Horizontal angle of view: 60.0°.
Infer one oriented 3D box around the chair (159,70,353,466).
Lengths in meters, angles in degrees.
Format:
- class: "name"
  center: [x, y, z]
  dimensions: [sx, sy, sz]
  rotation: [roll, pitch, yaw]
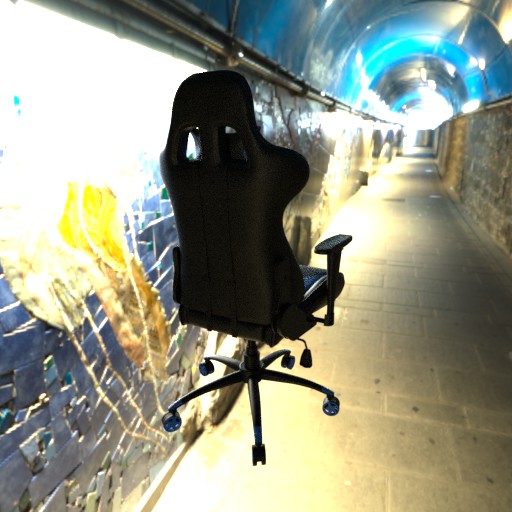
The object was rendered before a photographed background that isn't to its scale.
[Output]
- class: "chair"
  center: [0.000, 0.000, 1.730]
  dimensions: [0.695, 1.282, 0.730]
  rotation: [8, 17, 28]
